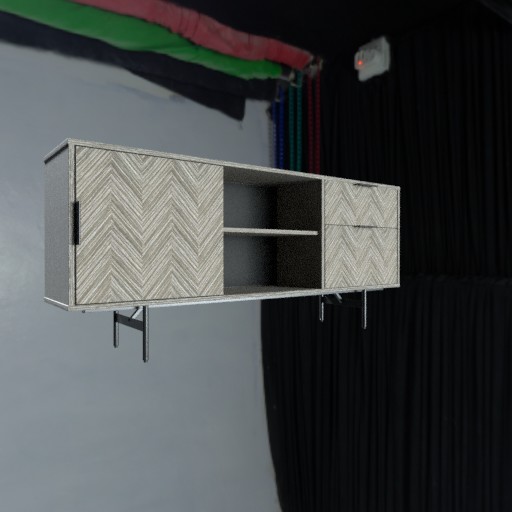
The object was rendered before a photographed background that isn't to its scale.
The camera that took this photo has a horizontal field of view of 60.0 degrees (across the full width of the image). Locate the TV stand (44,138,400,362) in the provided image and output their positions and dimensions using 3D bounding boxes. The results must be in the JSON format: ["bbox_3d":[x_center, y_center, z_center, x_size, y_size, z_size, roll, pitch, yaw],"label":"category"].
[{"bbox_3d":[0.000,0.000,2.140,1.804,0.787,0.405,0,0,-37],"label":"TV stand"}]
